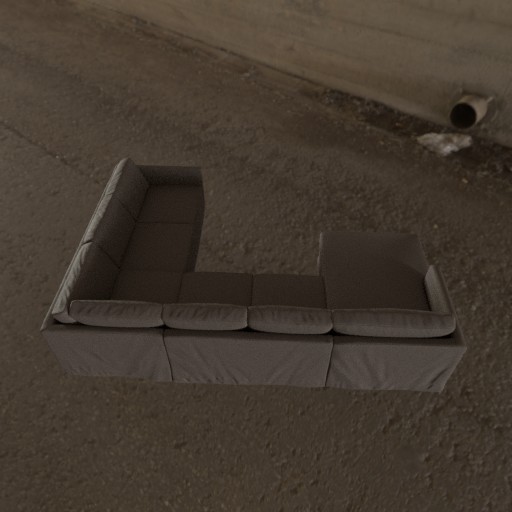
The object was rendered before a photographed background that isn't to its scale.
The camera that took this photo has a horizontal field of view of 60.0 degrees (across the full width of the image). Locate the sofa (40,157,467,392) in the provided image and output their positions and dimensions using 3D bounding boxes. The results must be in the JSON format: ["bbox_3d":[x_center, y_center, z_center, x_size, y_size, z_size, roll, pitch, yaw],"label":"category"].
[{"bbox_3d":[0.000,0.000,4.587,3.528,0.878,2.476,2,46,2],"label":"sofa"}]
